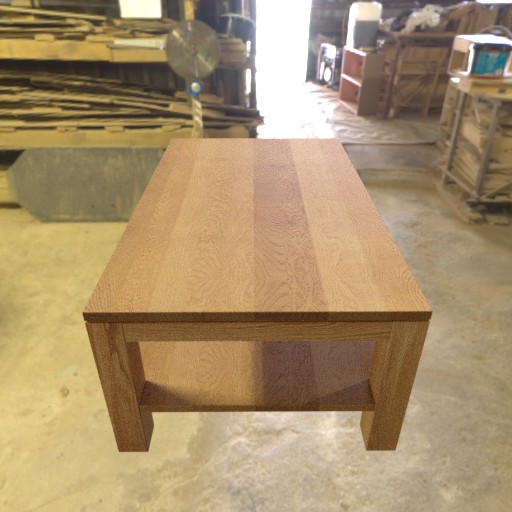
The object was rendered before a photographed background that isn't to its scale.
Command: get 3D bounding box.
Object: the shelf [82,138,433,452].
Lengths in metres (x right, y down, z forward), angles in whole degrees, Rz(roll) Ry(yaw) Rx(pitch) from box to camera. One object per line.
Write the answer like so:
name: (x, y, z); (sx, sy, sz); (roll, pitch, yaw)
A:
shelf: (0.000, 0.000, 1.490); (0.700, 0.450, 1.150); (0, 32, 0)
